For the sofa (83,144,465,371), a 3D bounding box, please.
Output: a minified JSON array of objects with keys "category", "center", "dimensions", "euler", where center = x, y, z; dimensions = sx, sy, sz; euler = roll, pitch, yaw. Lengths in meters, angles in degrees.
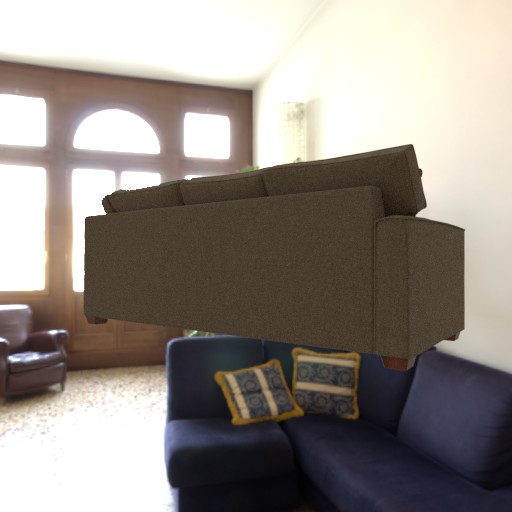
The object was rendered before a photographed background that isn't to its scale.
[{"category":"sofa","center":[0.000,0.000,2.867],"dimensions":[2.317,0.962,1.061],"euler":[0,-1,37]}]
